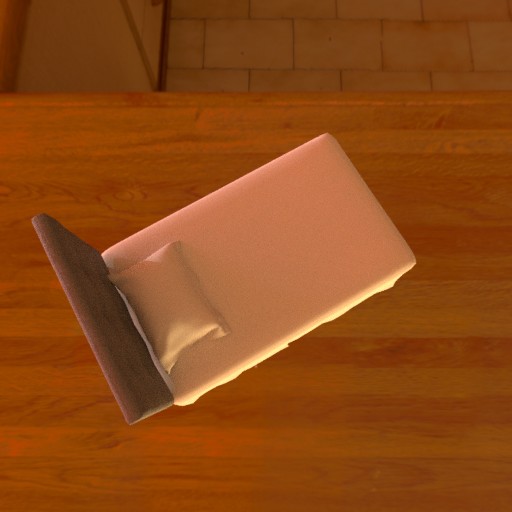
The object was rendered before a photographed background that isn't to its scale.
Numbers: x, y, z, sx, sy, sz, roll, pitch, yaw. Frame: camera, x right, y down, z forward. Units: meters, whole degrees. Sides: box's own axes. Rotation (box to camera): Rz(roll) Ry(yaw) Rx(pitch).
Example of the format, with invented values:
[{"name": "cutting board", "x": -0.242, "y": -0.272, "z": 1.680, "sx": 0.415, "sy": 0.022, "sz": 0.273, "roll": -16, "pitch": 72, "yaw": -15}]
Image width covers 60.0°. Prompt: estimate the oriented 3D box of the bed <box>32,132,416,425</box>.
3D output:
[{"name": "bed", "x": 0.000, "y": 0.000, "z": 2.973, "sx": 1.997, "sy": 1.571, "sz": 1.261, "roll": -29, "pitch": 78, "yaw": -7}]
